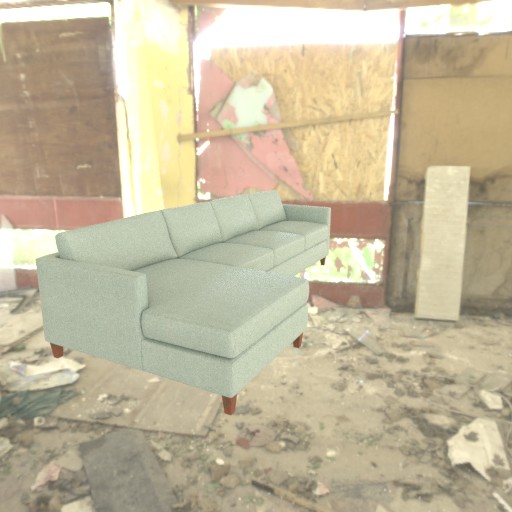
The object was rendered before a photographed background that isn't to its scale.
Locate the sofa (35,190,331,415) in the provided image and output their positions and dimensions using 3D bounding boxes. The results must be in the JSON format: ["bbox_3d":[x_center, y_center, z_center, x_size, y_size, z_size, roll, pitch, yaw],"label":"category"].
[{"bbox_3d":[0.000,0.000,4.184,1.600,0.953,3.470,7,16,28],"label":"sofa"}]
